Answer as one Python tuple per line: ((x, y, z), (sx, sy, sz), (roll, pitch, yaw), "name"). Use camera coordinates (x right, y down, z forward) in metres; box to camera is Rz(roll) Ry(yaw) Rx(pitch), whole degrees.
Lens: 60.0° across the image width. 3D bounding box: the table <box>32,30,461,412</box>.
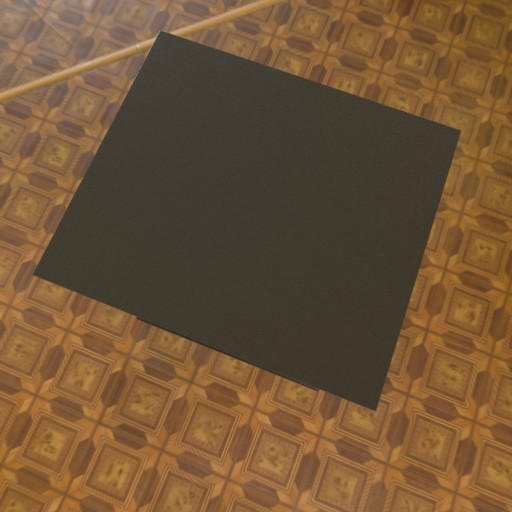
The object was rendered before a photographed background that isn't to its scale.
((0.000, 0.000, 0.886), (0.460, 0.610, 0.399), (21, 77, 5), "table")
